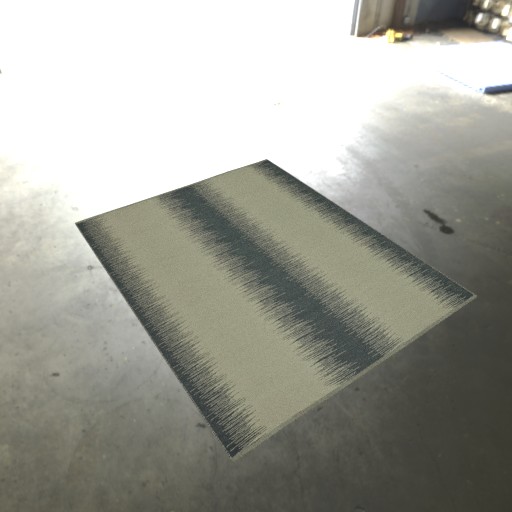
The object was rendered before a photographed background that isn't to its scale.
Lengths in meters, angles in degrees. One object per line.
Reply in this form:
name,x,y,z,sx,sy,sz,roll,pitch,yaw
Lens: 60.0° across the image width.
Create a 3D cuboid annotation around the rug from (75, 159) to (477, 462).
rug,0.000,0.000,4.150,2.453,0.004,3.037,-24,45,-26
